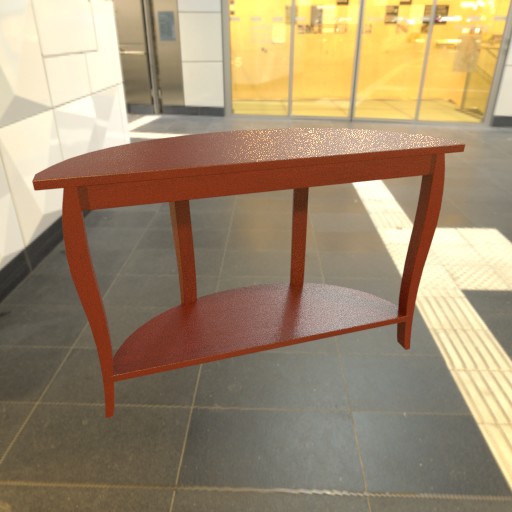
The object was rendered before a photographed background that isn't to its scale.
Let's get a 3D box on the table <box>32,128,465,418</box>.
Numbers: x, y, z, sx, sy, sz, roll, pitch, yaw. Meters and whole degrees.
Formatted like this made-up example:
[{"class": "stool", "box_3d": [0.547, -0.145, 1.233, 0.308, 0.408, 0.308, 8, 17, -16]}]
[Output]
[{"class": "table", "box_3d": [0.000, 0.000, 1.541, 1.219, 0.779, 0.405, -8, 28, -16]}]
